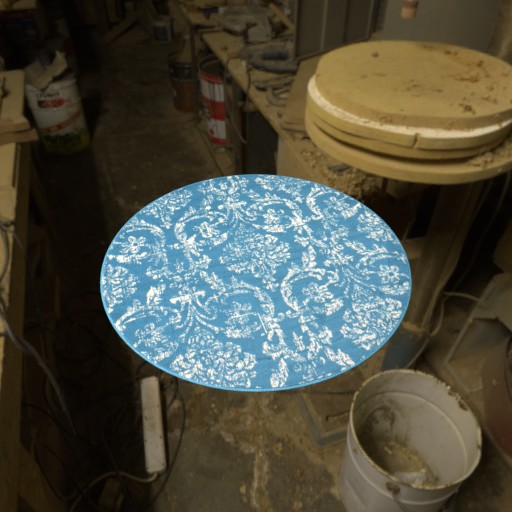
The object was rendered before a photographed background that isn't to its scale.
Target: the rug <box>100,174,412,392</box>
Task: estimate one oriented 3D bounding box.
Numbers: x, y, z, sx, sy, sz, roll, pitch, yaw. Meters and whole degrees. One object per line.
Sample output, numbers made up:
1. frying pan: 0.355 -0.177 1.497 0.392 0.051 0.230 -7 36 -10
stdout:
1. rug: 0.000 0.000 2.342 1.593 0.012 1.593 0 42 0
